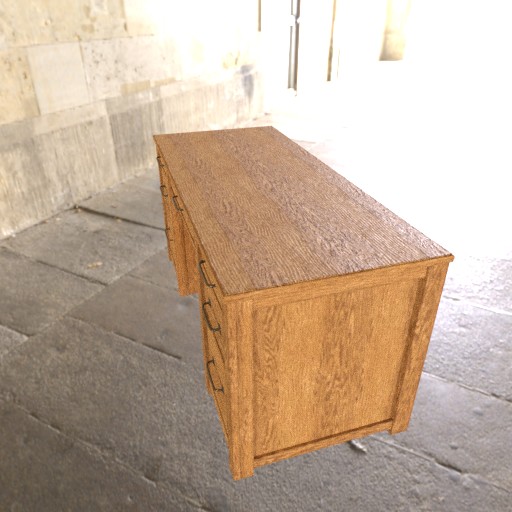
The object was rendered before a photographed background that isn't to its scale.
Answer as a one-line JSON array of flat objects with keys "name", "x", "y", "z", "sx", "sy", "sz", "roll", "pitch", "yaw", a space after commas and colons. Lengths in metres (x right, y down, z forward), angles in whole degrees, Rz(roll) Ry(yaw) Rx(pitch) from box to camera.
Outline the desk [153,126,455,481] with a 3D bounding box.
[{"name": "desk", "x": 0.000, "y": 0.000, "z": 1.998, "sx": 0.685, "sy": 0.751, "sz": 1.567, "roll": -9, "pitch": 31, "yaw": -15}]
